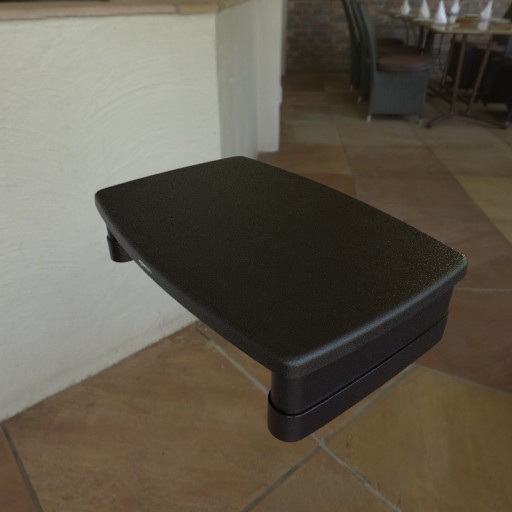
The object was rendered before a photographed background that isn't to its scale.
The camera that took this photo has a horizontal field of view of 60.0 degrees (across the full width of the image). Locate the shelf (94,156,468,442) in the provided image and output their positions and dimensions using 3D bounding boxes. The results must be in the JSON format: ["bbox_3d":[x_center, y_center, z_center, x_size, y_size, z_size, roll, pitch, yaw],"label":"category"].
[{"bbox_3d":[0.000,0.000,0.534,0.280,0.100,0.410,-22,38,-31],"label":"shelf"}]
